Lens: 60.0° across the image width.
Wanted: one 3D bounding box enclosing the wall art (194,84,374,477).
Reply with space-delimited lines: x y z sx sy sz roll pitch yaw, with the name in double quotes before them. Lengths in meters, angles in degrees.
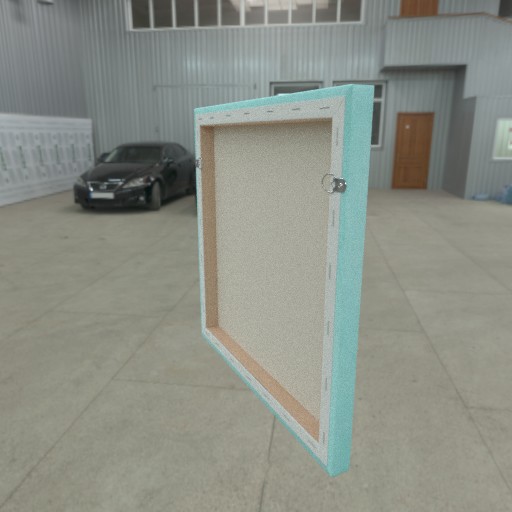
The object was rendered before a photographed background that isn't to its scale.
"wall art" 0.000 0.000 1.152 0.054 0.766 0.765 -8 17 -26
